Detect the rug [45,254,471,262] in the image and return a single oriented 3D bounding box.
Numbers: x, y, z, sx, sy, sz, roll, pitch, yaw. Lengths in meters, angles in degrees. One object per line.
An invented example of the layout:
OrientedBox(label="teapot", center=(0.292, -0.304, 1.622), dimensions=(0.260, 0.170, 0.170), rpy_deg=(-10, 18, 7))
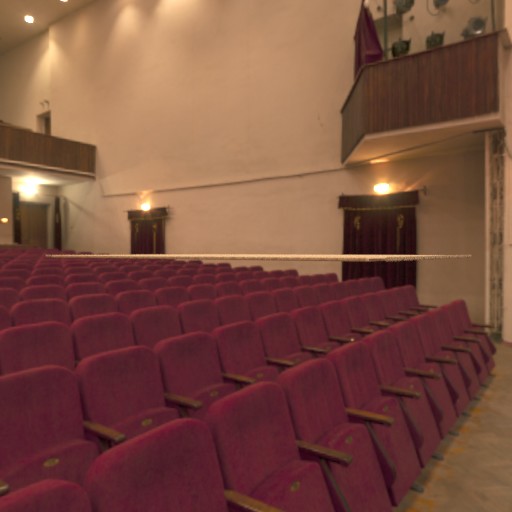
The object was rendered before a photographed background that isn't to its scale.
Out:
OrientedBox(label="rug", center=(0.000, 0.000, 2.234), dimensions=(1.771, 0.015, 1.223), rpy_deg=(0, 1, 36))
